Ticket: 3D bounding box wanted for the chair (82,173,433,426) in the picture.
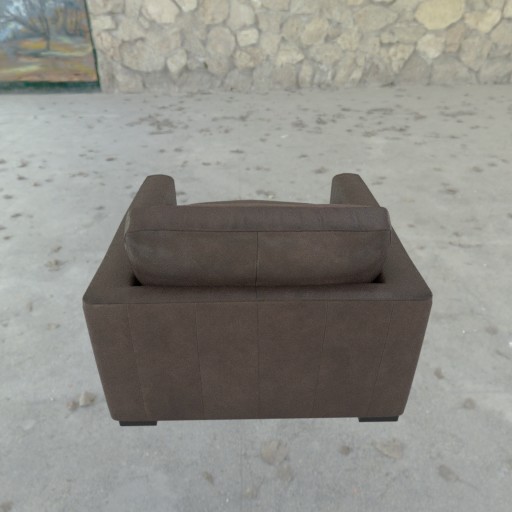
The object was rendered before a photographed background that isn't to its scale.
[{"bbox_3d":[0.000,0.000,1.836,1.100,0.812,1.069,-1,31,-1],"label":"chair"}]
